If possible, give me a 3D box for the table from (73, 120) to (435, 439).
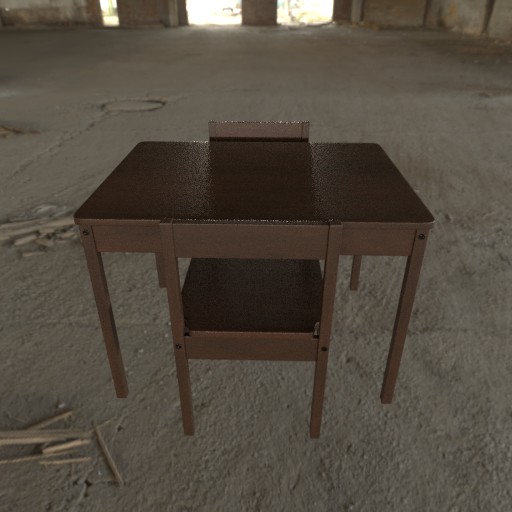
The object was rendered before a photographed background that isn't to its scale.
[{"bbox_3d":[0.000,0.000,1.100,0.650,0.503,0.672,1,30,1],"label":"table"}]
